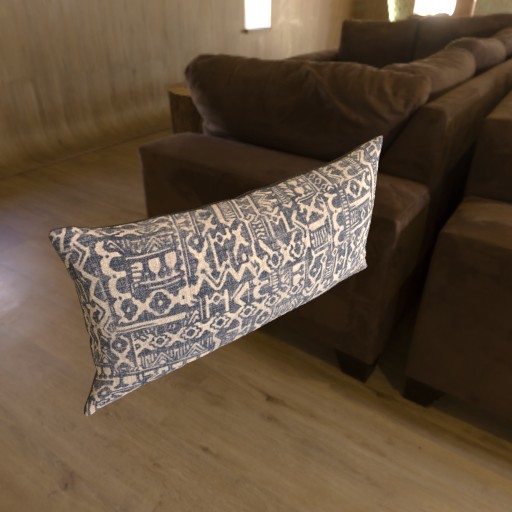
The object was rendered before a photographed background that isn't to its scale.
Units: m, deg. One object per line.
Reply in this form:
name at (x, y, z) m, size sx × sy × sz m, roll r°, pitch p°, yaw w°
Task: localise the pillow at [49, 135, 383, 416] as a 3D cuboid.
pillow at (0.000, 0.000, 0.729) m, size 0.631 × 0.292 × 0.148 m, roll -23°, pitch 37°, yaw -34°
